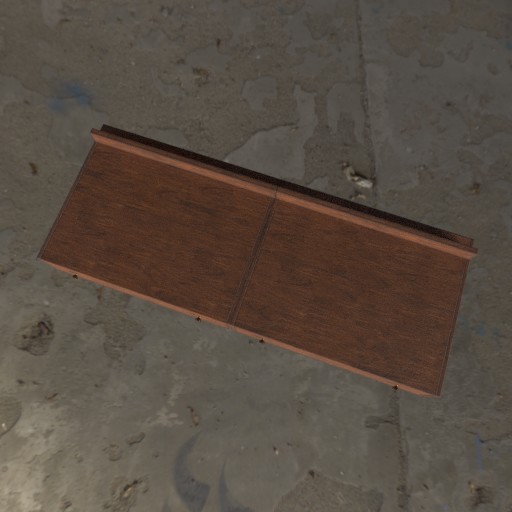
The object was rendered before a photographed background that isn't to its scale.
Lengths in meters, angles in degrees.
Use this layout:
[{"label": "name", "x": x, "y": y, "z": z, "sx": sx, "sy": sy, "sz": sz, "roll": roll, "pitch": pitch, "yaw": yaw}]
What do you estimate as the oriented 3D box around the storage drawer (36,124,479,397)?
[{"label": "storage drawer", "x": 0.000, "y": 0.000, "z": 2.162, "sx": 1.914, "sy": 0.339, "sz": 0.774, "roll": 18, "pitch": 75, "yaw": 5}]
